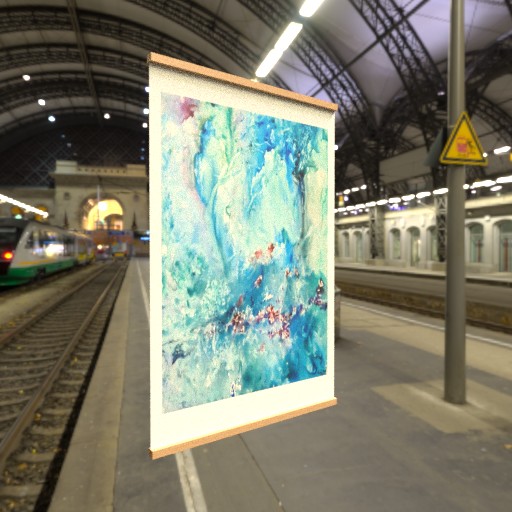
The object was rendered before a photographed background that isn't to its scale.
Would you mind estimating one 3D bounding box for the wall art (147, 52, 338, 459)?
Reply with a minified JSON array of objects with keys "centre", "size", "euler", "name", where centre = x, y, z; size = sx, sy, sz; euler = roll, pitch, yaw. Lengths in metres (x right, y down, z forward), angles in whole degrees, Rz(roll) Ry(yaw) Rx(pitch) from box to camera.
[{"centre":[0.000,0.000,1.320],"size":[0.669,1.020,0.027],"euler":[-1,1,-37],"name":"wall art"}]
